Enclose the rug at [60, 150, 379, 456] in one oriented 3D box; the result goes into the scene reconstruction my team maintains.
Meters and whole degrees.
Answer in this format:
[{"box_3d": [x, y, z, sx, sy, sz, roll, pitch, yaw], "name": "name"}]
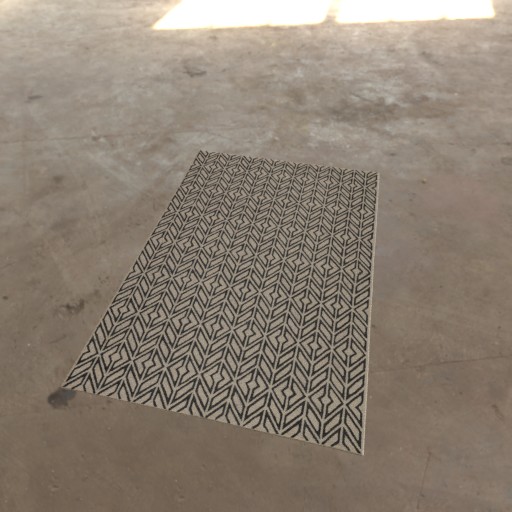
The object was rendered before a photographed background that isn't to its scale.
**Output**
[{"box_3d": [0.000, 0.000, 2.337, 1.220, 0.007, 1.828, 9, 46, 9], "name": "rug"}]
